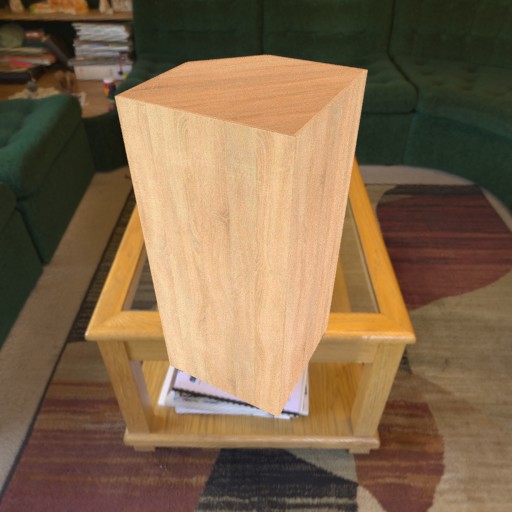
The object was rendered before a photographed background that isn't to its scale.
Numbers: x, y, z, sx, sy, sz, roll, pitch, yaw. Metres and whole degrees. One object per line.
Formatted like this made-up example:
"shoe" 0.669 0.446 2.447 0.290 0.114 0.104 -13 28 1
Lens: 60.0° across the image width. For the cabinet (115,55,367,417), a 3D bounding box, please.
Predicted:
"cabinet" 0.000 0.000 2.845 1.327 2.120 1.094 -11 41 -13
